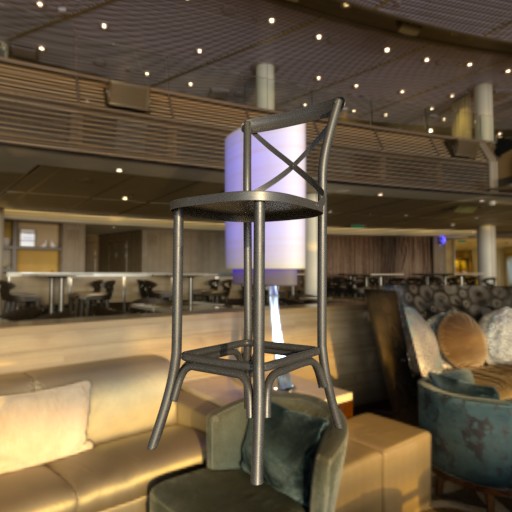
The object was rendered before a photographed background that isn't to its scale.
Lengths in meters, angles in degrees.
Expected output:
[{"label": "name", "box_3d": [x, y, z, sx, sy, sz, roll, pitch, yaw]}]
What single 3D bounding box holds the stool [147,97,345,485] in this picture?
[{"label": "stool", "box_3d": [0.000, 0.000, 1.477, 0.457, 1.168, 0.584, -2, -3, 35]}]
